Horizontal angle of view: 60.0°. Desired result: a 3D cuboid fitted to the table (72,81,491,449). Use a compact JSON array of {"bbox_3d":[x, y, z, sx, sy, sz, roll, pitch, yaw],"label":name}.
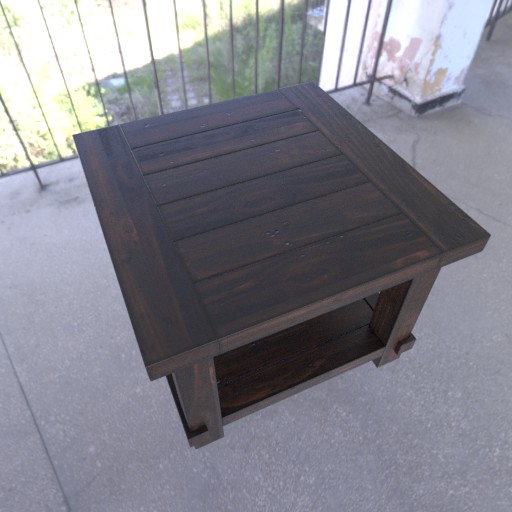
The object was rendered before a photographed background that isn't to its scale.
[{"bbox_3d":[0.000,0.000,1.007,0.593,0.437,0.606,-19,50,-16],"label":"table"}]
